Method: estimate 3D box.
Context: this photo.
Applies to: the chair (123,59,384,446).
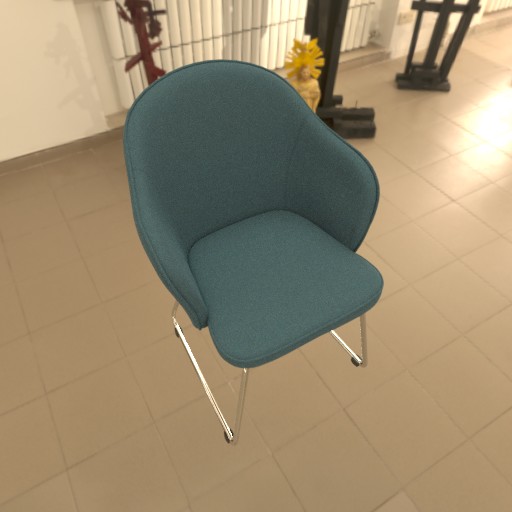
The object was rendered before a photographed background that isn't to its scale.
[{"bbox_3d":[0.000,0.000,1.179,0.570,0.815,0.585,-24,52,-20],"label":"chair"}]
